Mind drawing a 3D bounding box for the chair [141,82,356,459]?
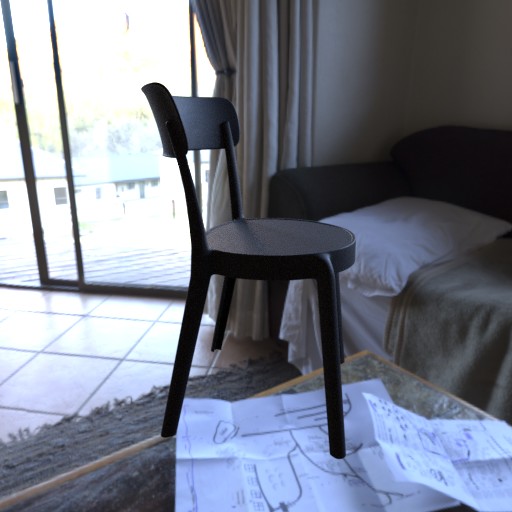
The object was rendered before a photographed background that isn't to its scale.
[{"bbox_3d":[0.000,0.000,1.125,0.491,0.790,0.506,3,17,10],"label":"chair"}]
